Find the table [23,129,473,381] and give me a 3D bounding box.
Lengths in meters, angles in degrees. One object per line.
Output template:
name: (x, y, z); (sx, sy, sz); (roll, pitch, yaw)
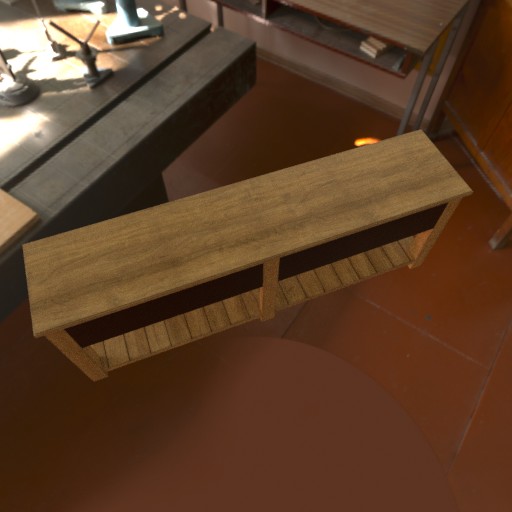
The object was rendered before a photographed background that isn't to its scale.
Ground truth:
table: (0.000, 0.000, 2.082); (1.815, 0.635, 0.425); (-18, 60, -11)
